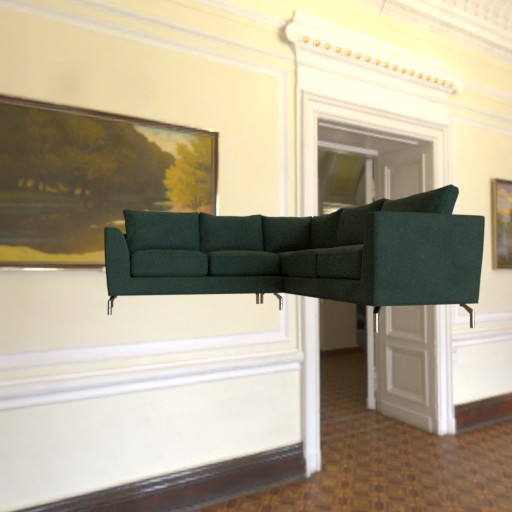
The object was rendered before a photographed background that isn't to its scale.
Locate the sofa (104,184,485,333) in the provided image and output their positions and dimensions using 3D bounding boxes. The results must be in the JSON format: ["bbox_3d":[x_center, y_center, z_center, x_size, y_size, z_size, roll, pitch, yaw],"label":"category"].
[{"bbox_3d":[0.000,0.000,3.752,2.468,1.004,2.452,0,-2,-17],"label":"sofa"}]
